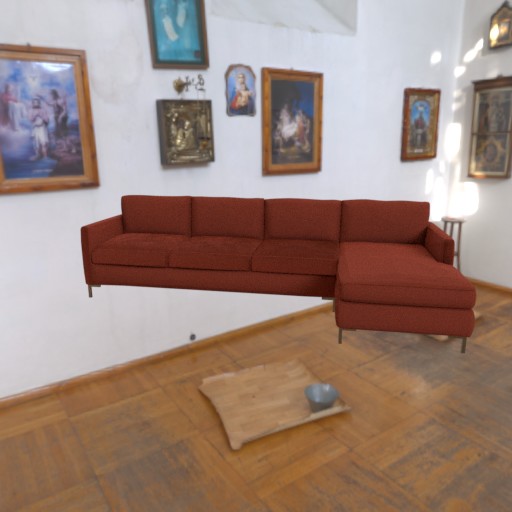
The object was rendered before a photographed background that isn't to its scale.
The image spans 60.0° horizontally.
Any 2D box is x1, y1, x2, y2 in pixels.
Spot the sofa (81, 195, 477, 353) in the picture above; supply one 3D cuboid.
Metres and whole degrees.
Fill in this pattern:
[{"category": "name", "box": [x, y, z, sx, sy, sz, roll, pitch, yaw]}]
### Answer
[{"category": "sofa", "box": [0.000, 0.000, 3.499, 2.932, 0.810, 1.350, 3, 14, 10]}]
